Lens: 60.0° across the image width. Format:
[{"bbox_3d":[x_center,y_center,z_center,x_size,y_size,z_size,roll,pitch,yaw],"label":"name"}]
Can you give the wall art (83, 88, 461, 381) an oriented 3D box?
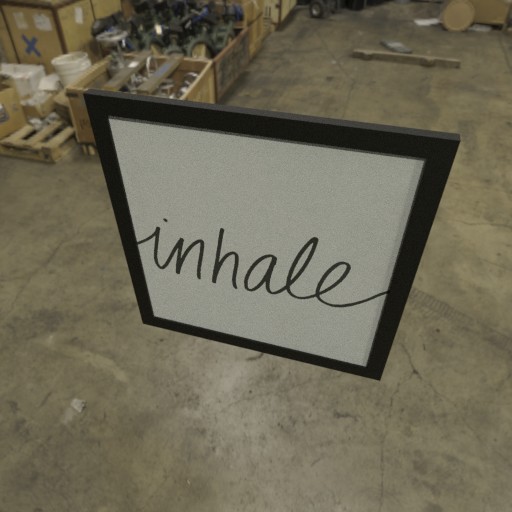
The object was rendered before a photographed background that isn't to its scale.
[{"bbox_3d":[0.000,0.000,0.526,0.356,0.356,0.013,11,43,12],"label":"wall art"}]
